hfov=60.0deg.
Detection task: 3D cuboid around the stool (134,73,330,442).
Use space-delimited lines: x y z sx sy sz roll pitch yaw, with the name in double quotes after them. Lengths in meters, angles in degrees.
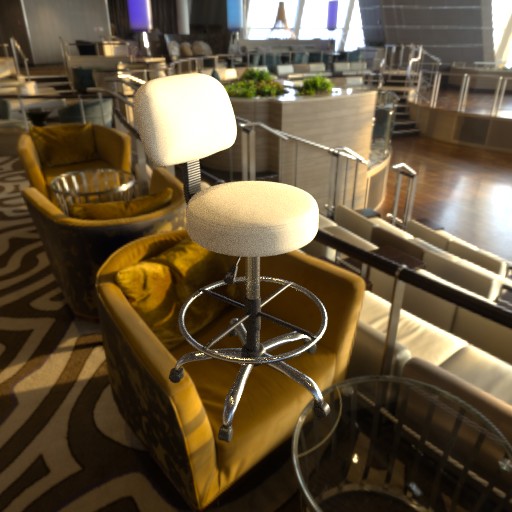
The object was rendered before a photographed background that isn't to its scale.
0.000 0.000 1.458 0.616 1.080 0.609 18 32 32 "stool"
